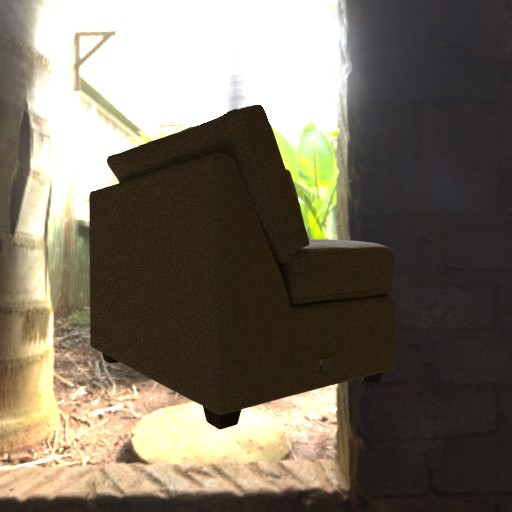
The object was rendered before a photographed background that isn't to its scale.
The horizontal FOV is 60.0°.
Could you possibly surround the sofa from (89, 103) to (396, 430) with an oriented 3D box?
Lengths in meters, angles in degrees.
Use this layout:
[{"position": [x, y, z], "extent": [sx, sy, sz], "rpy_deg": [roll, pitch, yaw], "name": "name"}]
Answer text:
[{"position": [0.000, 0.000, 1.840], "extent": [1.042, 0.937, 1.050], "rpy_deg": [-1, 1, -37], "name": "sofa"}]
